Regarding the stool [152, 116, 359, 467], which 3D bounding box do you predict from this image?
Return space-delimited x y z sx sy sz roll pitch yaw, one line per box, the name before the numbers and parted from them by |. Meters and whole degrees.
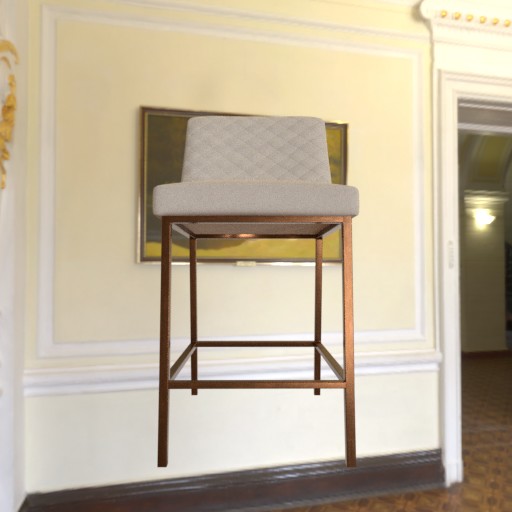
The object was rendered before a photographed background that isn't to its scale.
stool | 0.000 0.000 1.299 0.507 0.973 0.576 0 -1 0
